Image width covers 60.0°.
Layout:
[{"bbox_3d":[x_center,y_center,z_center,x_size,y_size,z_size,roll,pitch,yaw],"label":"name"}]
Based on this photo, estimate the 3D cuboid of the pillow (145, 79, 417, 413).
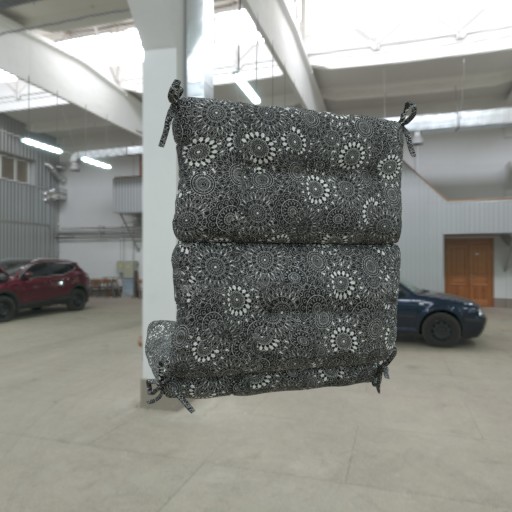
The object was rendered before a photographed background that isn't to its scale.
[{"bbox_3d":[0.000,0.000,1.044,0.519,0.605,0.571,0,0,-18],"label":"pillow"}]
